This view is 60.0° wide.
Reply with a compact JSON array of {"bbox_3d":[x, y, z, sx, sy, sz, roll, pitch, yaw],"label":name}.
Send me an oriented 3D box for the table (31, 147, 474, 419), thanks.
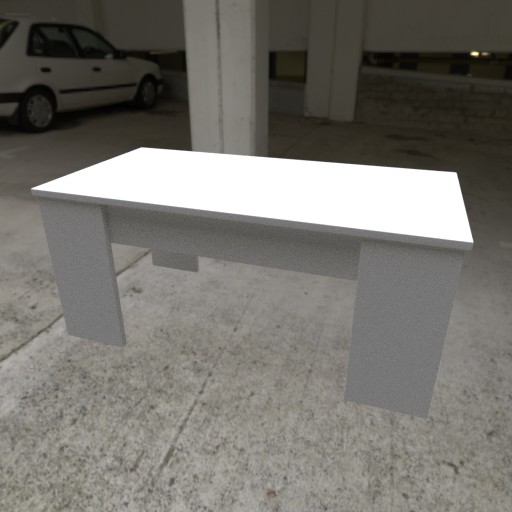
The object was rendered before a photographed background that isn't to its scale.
[{"bbox_3d":[0.000,0.000,1.252,1.000,0.440,0.500,8,27,17],"label":"table"}]
